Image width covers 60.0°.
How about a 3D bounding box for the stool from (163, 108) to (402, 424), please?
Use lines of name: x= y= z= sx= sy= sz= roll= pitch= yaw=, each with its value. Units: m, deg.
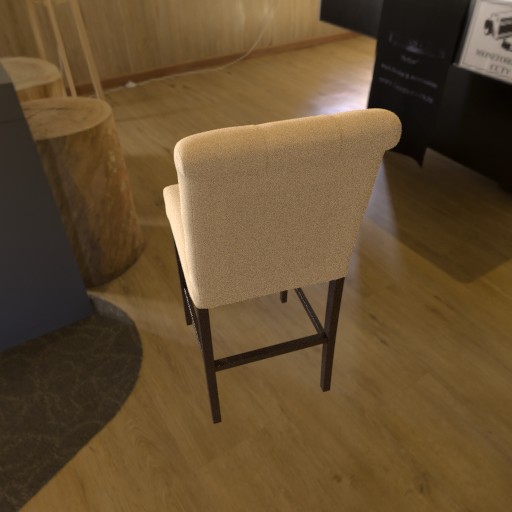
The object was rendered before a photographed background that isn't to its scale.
stool: x=0.000 y=0.000 z=1.421 sx=0.482 sy=1.118 sz=0.610 roll=-12 pitch=42 yaw=-13
